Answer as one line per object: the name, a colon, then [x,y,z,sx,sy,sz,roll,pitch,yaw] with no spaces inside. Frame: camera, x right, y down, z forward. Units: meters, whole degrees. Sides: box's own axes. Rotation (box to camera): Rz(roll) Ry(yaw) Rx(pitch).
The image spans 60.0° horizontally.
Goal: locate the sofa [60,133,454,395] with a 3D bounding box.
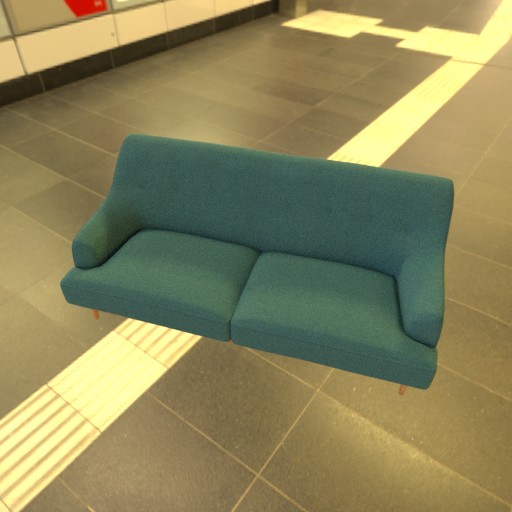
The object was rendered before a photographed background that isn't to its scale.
sofa: [0.000,0.000,2.567,2.057,0.871,0.978,11,42,13]
